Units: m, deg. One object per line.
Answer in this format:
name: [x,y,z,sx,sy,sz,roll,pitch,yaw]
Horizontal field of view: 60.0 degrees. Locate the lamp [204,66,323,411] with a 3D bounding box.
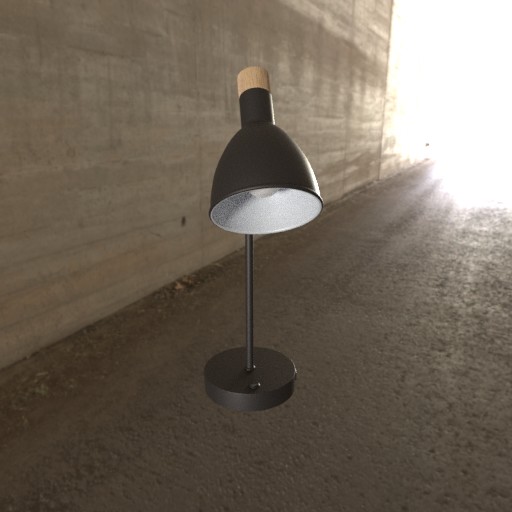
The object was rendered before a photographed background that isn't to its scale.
lamp: [0.000,0.000,0.610,0.152,0.483,0.287,-2,16,-8]
